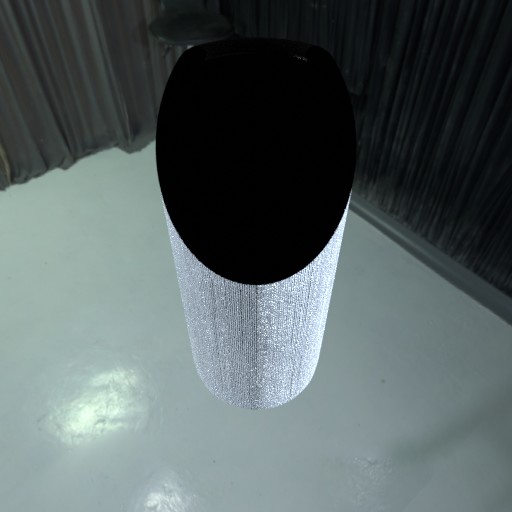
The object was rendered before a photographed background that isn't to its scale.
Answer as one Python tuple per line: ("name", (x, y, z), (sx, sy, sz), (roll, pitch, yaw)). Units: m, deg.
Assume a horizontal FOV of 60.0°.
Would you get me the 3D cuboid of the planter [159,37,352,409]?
("planter", (0.000, 0.000, 0.126), (0.045, 0.103, 0.045), (-33, 55, -27))
